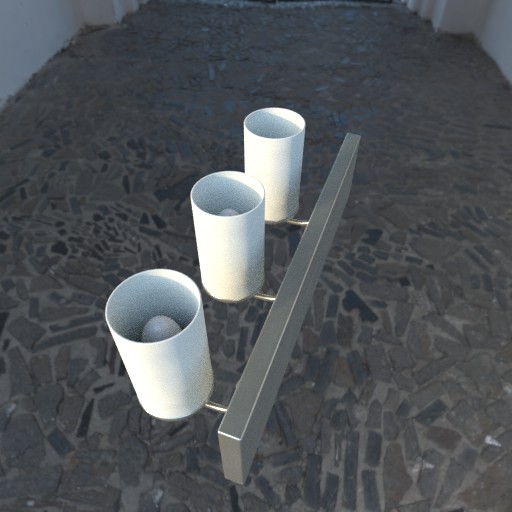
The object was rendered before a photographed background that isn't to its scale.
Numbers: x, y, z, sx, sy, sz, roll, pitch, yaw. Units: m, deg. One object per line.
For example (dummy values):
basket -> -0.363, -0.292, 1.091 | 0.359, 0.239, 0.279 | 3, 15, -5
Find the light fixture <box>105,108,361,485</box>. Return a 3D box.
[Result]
light fixture -> 0.000, 0.000, 0.527 | 0.145, 0.172, 0.451 | 15, 48, 14
